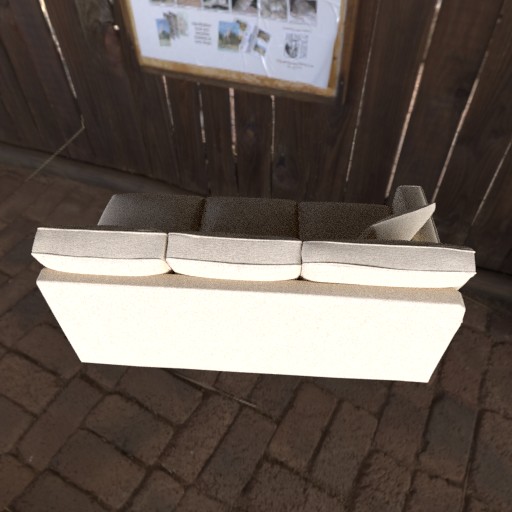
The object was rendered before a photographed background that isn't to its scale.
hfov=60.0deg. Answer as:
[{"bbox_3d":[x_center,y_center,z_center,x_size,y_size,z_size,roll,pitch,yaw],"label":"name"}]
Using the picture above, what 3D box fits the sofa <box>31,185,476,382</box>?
[{"bbox_3d":[0.000,0.000,2.511,1.962,0.946,1.034,3,46,3],"label":"sofa"}]
